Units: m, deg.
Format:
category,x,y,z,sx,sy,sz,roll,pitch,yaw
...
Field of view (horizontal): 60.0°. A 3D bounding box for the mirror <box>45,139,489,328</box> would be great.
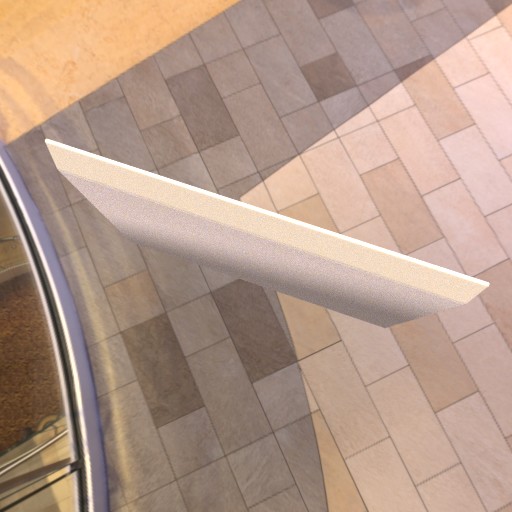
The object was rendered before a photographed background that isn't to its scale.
category,x,y,z,sx,sy,sz,roll,pitch,yaw
mirror,0.000,0.000,1.126,0.870,0.630,0.030,19,77,5
